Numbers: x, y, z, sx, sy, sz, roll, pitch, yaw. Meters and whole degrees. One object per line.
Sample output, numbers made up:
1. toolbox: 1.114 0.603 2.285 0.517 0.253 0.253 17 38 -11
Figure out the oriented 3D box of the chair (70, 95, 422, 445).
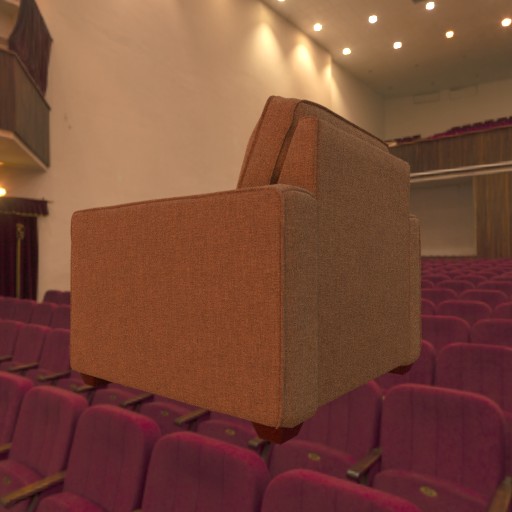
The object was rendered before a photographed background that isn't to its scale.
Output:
1. chair: 0.000 0.000 1.675 0.940 0.914 1.016 0 -1 38
